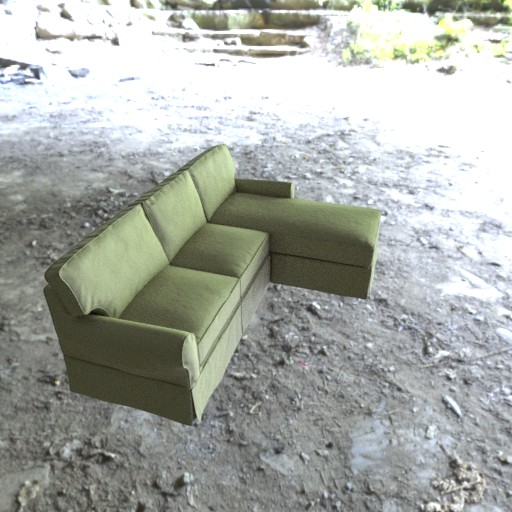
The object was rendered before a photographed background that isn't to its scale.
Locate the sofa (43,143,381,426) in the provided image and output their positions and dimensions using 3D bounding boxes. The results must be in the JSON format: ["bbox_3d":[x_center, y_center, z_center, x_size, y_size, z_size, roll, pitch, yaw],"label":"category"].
[{"bbox_3d":[0.000,0.000,3.341,1.733,0.978,2.475,9,32,15],"label":"sofa"}]
